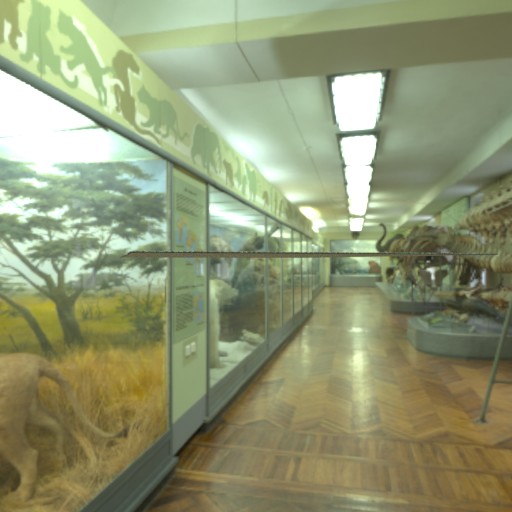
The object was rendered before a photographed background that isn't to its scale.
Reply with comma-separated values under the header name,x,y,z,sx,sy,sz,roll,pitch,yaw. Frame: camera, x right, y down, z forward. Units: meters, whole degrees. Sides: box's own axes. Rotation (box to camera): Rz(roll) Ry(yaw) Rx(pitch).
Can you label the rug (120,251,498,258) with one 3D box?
name,x,y,z,sx,sy,sz,roll,pitch,yaw
rug,0.000,0.000,5.040,2.894,0.011,3.957,0,-1,-18
